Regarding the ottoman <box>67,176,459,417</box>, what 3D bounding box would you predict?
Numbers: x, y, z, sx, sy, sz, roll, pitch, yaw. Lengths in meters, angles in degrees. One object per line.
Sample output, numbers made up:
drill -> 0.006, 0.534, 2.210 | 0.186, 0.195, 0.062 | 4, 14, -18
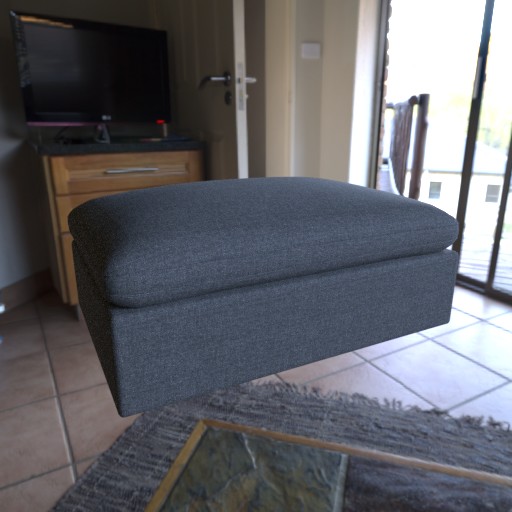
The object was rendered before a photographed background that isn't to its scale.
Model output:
ottoman -> 0.000, 0.000, 1.422 | 1.041, 0.483, 0.711 | -9, 19, -26
